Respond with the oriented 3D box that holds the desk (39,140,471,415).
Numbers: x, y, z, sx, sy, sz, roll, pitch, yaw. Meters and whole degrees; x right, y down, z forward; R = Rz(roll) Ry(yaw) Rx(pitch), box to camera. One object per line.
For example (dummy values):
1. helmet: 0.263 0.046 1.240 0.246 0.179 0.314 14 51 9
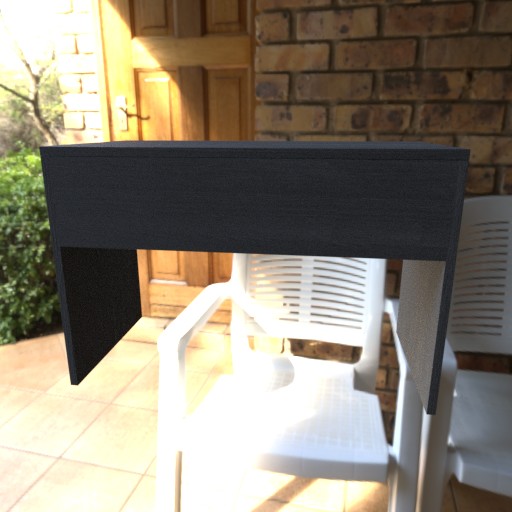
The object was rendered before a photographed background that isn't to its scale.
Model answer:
1. desk: 0.000 0.000 1.484 1.099 0.729 0.557 2 16 8
